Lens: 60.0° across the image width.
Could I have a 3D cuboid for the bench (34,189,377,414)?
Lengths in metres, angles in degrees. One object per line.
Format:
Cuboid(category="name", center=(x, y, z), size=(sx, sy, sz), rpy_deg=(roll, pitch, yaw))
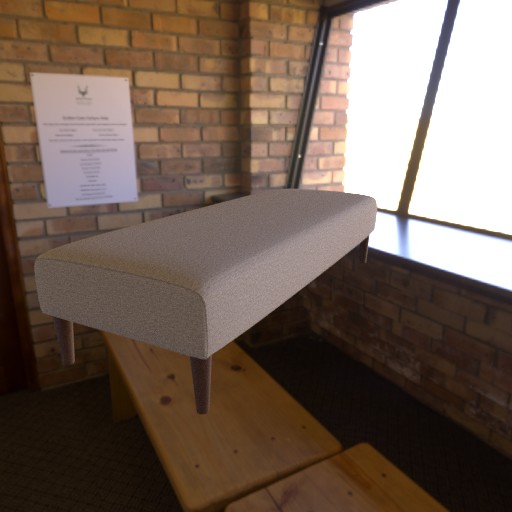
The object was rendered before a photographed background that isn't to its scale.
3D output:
Cuboid(category="bench", center=(0.000, 0.000, 1.841), size=(0.631, 0.383, 1.598), rpy_deg=(9, 18, 27))
